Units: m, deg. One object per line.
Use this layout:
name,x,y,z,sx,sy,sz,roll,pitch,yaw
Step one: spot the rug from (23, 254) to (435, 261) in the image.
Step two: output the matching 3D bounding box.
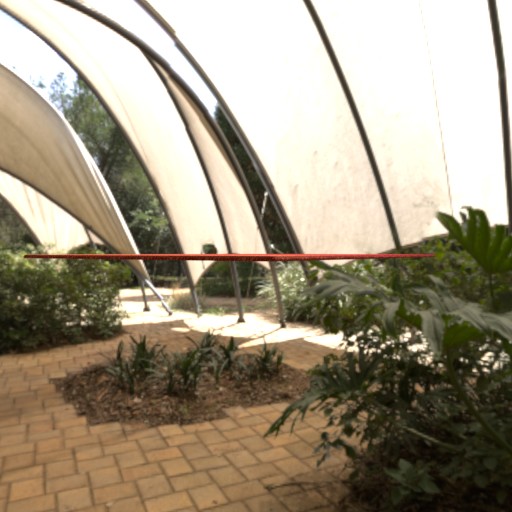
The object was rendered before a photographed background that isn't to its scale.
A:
rug,0.000,0.000,3.890,2.340,0.028,2.905,0,1,36
